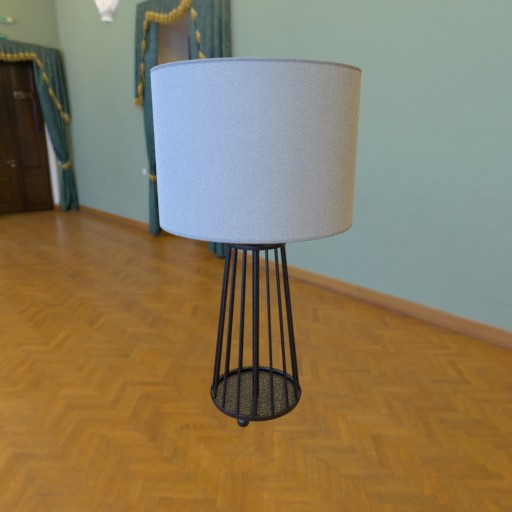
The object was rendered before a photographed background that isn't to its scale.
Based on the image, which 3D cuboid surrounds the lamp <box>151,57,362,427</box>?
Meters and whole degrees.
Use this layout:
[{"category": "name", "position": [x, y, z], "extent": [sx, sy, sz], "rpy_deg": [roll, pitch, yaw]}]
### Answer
[{"category": "lamp", "position": [0.000, 0.000, 0.773], "extent": [0.322, 0.593, 0.322], "rpy_deg": [-15, 22, -42]}]
